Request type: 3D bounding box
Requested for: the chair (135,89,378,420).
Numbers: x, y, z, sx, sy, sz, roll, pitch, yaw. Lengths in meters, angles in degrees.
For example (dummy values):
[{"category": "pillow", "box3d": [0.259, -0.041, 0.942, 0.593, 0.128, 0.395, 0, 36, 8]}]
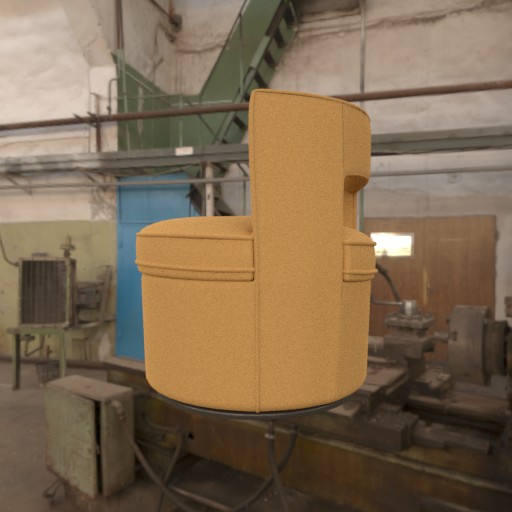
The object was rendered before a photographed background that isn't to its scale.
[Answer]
[{"category": "chair", "box3d": [0.000, 0.000, 1.251, 0.665, 0.723, 0.650, 0, 1, 18]}]
